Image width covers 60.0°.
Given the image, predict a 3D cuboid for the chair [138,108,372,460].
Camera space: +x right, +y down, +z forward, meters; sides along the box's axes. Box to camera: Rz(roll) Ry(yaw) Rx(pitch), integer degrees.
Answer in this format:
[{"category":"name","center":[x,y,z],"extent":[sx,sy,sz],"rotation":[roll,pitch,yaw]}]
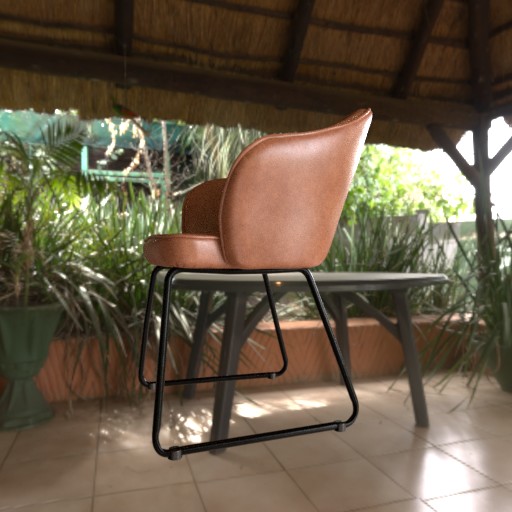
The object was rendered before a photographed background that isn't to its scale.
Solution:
[{"category":"chair","center":[0.000,0.000,1.167],"extent":[0.580,0.785,0.582],"rotation":[0,0,-19]}]
